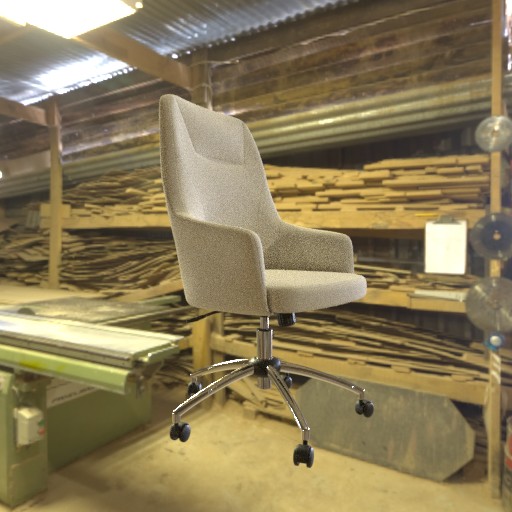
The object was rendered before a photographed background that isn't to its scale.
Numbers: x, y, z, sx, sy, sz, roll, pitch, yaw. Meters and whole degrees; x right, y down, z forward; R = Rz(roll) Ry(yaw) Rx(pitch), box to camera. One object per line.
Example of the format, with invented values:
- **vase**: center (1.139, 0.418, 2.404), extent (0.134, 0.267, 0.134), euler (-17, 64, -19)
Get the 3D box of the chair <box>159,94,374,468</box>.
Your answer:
- **chair**: center (0.000, 0.000, 1.447), extent (0.640, 1.049, 0.620), euler (1, 2, 36)
